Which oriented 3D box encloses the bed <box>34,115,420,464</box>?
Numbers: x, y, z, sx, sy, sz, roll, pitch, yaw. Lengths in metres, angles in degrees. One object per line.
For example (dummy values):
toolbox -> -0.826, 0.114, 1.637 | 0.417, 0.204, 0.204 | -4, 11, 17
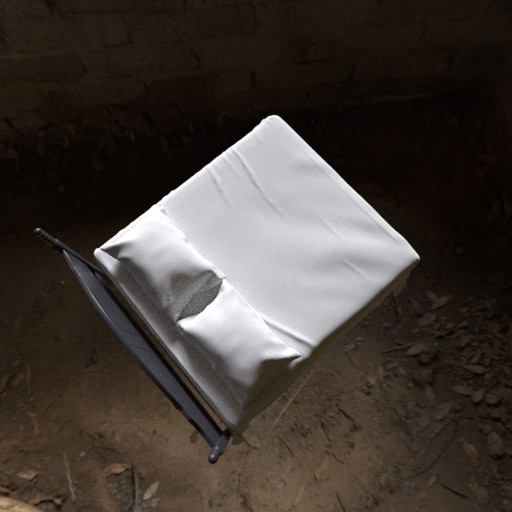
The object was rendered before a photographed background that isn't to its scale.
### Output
bed -> 0.000, 0.000, 3.212 | 2.040, 1.356, 1.873 | -40, 78, -10
